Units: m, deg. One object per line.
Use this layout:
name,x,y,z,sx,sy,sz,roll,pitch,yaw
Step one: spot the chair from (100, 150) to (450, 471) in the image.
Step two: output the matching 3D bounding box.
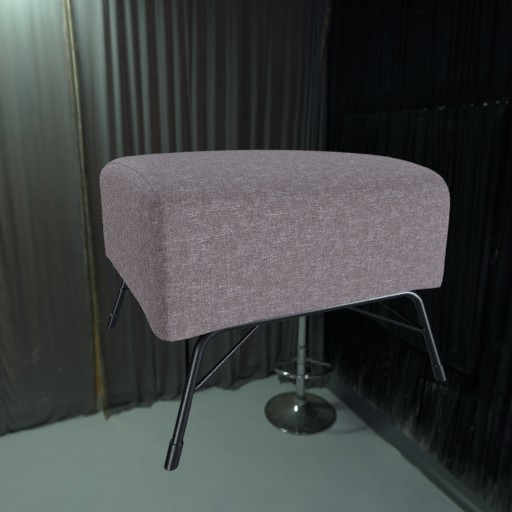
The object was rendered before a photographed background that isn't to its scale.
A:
chair,0.000,0.000,0.881,0.530,0.410,0.530,-7,16,-25
